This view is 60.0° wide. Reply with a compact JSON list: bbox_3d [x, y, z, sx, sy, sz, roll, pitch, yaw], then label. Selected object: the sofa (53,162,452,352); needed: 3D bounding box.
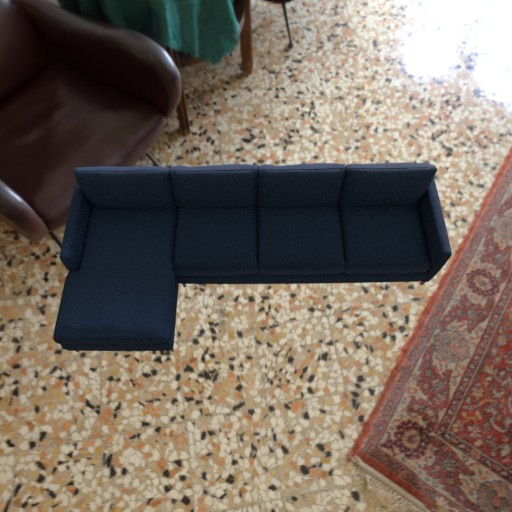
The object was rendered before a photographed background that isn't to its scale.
[{"bbox_3d":[0.000,0.000,2.885,2.450,0.679,1.128,-1,63,0],"label":"sofa"}]
